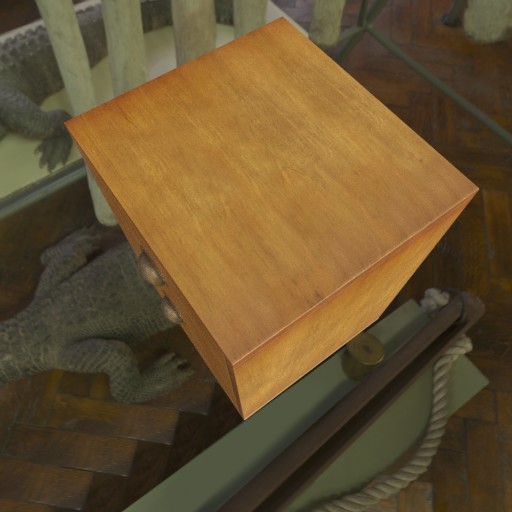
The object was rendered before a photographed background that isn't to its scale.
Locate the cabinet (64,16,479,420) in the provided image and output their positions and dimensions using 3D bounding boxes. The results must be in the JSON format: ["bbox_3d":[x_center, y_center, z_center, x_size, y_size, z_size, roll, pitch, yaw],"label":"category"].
[{"bbox_3d":[0.000,0.000,0.840,0.401,0.579,0.409,-33,68,-15],"label":"cabinet"}]
